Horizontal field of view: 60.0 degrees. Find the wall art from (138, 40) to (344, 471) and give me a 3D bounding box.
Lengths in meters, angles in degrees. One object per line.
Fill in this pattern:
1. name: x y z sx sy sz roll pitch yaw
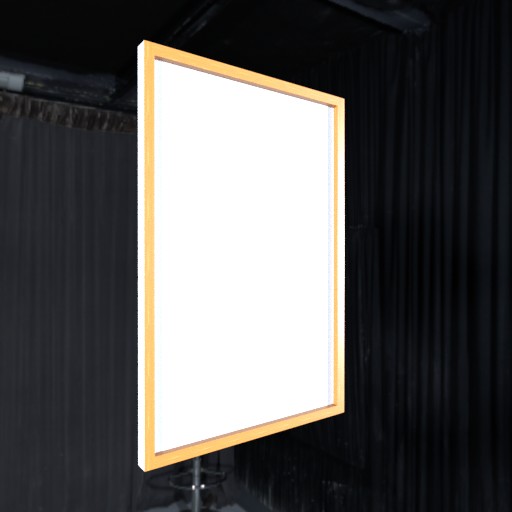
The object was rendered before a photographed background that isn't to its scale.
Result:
1. wall art: 0.000 0.000 0.751 0.405 0.608 0.025 0 0 -36
